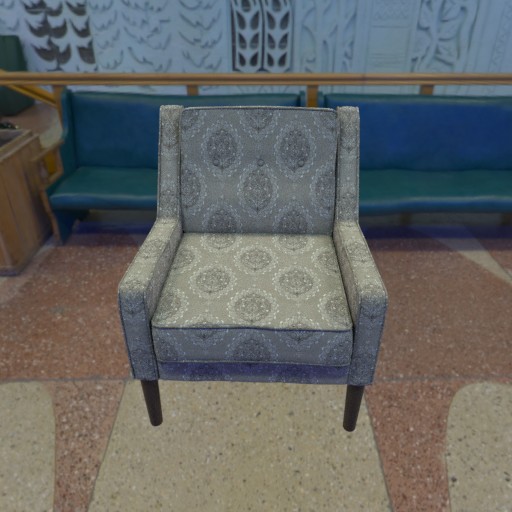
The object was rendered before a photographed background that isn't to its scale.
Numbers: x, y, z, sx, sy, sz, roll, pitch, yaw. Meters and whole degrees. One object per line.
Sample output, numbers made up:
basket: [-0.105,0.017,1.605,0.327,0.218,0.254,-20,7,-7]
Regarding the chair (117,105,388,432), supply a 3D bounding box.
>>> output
chair: [0.000,0.000,1.375,0.665,0.797,0.750,1,32,2]
